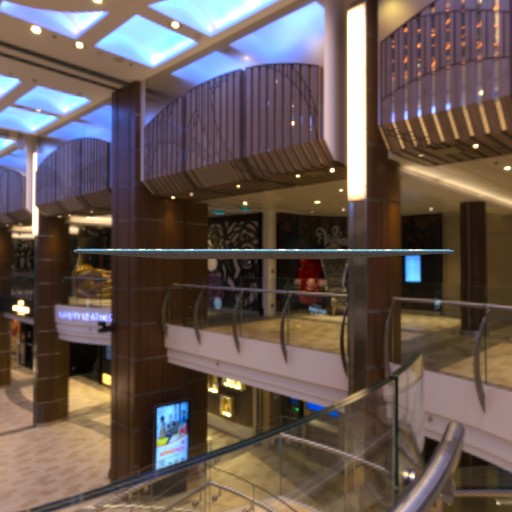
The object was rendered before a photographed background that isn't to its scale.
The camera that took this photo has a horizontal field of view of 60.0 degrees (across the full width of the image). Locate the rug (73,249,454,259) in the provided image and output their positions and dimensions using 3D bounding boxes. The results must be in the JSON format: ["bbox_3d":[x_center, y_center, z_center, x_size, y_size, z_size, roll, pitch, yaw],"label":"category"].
[{"bbox_3d":[0.000,0.000,2.319,1.211,0.012,1.833,0,-1,-2],"label":"rug"}]
